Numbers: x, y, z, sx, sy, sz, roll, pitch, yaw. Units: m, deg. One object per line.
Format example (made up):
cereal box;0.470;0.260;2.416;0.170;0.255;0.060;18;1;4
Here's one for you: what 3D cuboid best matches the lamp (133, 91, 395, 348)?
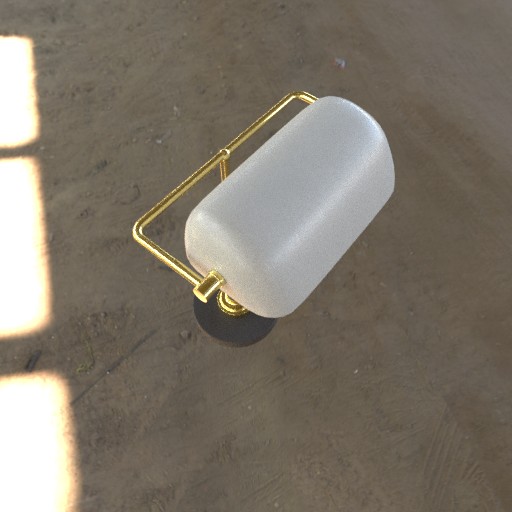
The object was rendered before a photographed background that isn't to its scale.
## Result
lamp;0.000;0.000;0.564;0.227;0.404;0.269;34;64;20
